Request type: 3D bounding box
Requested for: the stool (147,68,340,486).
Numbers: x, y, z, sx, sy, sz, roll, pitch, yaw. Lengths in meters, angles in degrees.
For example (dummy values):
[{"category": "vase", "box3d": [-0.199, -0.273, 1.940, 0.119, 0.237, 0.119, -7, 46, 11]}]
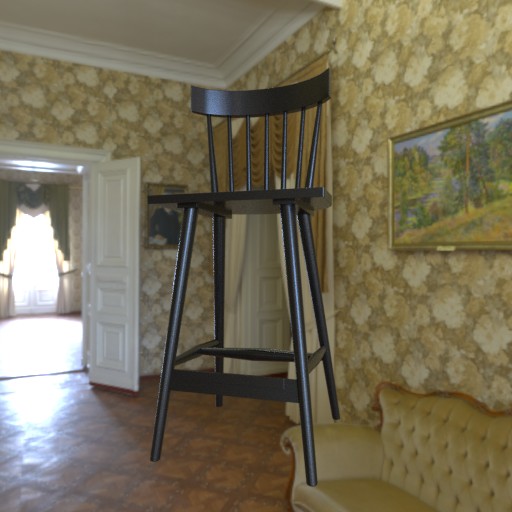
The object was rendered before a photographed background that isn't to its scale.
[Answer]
[{"category": "stool", "box3d": [0.000, 0.000, 1.343, 0.482, 1.092, 0.483, 0, 0, 18]}]
